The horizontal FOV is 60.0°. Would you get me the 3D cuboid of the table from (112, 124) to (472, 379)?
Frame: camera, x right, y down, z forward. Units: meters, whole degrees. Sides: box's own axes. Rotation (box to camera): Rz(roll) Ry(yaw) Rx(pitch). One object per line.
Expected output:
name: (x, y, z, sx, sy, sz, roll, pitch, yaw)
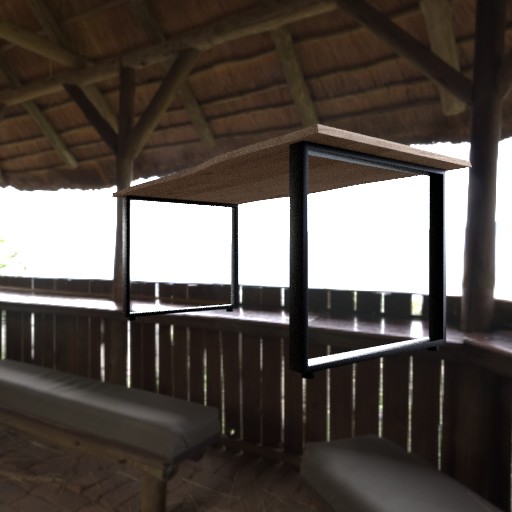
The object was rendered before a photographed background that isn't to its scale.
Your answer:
table: (0.000, 0.000, 2.275, 0.900, 0.780, 1.800, 0, 0, -36)
